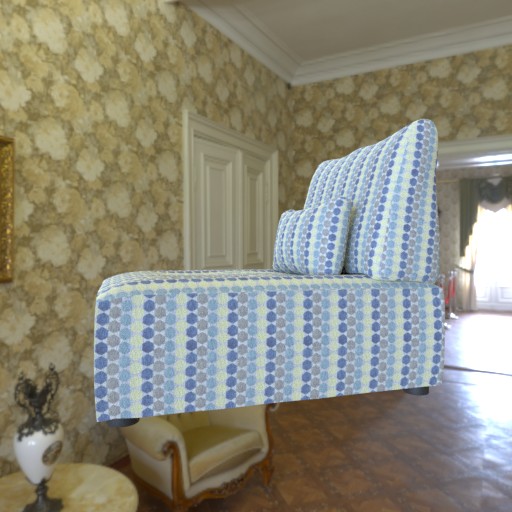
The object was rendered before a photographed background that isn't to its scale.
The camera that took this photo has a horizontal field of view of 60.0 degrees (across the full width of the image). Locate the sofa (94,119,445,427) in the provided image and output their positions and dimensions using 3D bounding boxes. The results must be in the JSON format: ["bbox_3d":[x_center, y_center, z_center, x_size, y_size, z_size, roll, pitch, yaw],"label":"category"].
[{"bbox_3d":[0.000,0.000,1.499,1.000,0.820,0.700,0,0,-18],"label":"sofa"}]
